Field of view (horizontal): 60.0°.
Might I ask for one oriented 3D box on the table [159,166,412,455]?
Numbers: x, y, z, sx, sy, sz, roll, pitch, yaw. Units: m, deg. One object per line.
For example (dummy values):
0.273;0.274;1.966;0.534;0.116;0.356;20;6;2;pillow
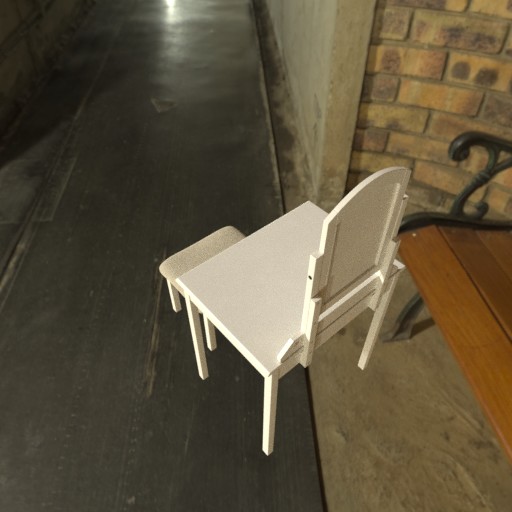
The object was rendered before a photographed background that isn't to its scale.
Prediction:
0.000;0.000;2.274;0.876;1.631;1.211;-32;54;-27;table
